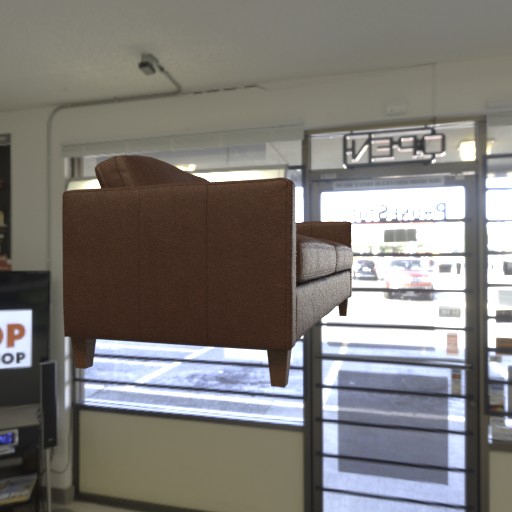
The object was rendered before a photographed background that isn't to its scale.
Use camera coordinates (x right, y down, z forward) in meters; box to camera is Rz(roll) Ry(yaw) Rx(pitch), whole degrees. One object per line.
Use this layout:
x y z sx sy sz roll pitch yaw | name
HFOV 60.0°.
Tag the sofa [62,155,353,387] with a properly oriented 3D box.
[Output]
0.000 0.000 2.451 0.923 0.863 1.971 0 0 18 | sofa
